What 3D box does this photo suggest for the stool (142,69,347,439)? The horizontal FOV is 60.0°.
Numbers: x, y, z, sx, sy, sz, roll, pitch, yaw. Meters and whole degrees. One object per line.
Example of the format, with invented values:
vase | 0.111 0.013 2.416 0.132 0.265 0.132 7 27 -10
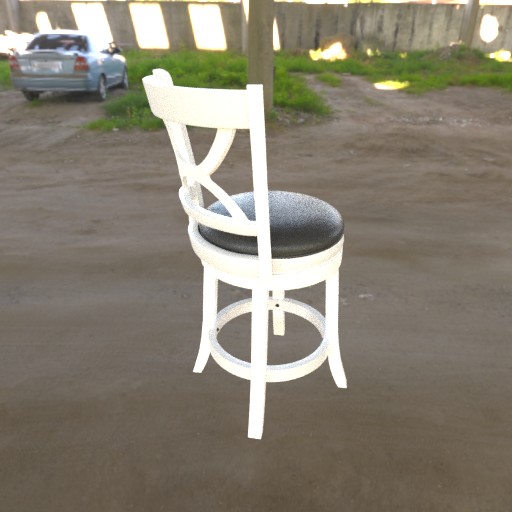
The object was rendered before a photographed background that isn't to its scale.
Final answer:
stool | 0.000 0.000 1.239 0.508 0.953 0.444 -18 32 -31
